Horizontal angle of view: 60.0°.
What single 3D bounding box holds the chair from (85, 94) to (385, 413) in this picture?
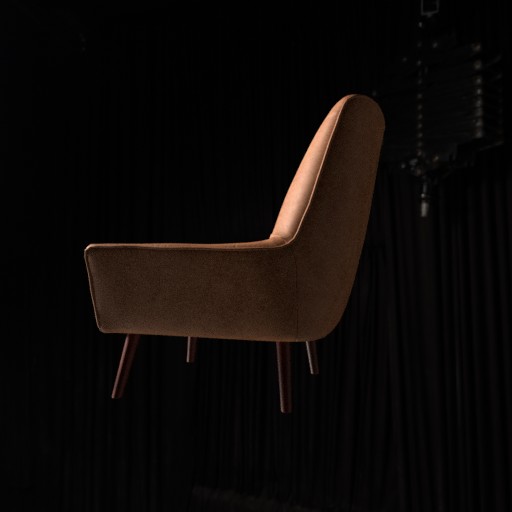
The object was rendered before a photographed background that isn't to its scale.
[{"bbox_3d":[0.000,0.000,1.518,0.851,0.883,0.753,0,-1,18],"label":"chair"}]
